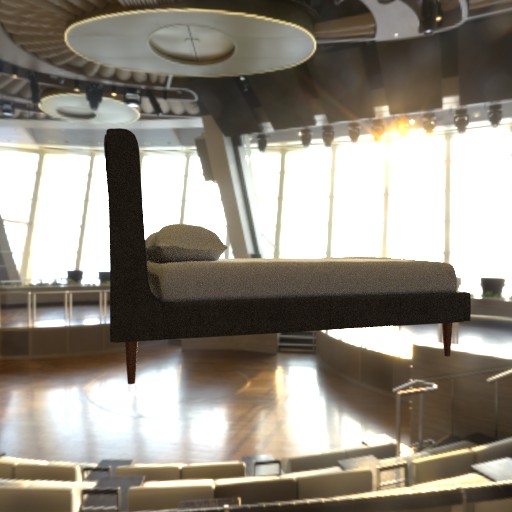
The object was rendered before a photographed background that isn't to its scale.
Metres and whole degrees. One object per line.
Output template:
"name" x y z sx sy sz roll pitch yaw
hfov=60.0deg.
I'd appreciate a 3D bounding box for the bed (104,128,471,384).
"bed" 0.000 0.000 2.554 1.638 0.933 1.531 0 0 -18
